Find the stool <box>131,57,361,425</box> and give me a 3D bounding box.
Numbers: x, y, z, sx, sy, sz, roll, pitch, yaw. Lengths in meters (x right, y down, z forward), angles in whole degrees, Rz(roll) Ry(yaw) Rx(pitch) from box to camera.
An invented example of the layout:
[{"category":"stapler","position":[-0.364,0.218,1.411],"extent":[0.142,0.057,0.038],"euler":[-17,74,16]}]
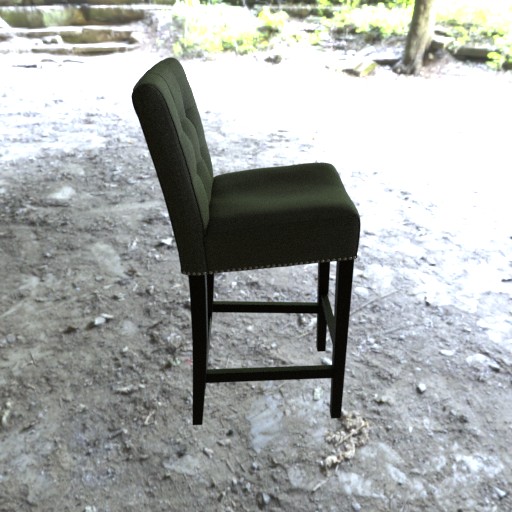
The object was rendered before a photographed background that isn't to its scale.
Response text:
[{"category":"stool","position":[0.000,0.000,1.322],"extent":[0.548,1.047,0.411],"euler":[-1,31,-2]}]
